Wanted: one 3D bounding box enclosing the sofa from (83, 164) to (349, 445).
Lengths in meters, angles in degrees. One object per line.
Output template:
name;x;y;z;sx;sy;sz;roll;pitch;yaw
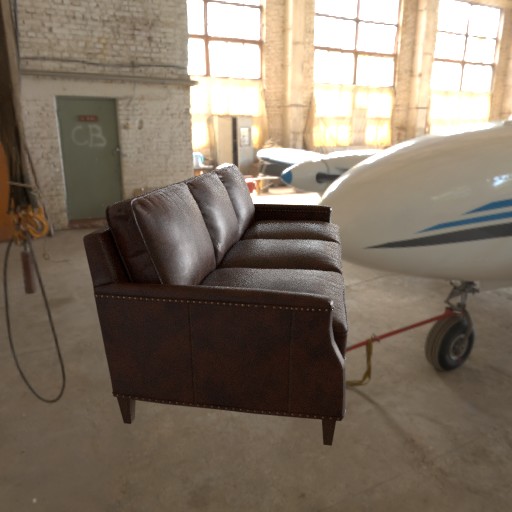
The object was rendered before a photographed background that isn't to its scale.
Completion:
sofa;0.000;0.000;2.802;1.084;1.003;2.240;3;16;9
